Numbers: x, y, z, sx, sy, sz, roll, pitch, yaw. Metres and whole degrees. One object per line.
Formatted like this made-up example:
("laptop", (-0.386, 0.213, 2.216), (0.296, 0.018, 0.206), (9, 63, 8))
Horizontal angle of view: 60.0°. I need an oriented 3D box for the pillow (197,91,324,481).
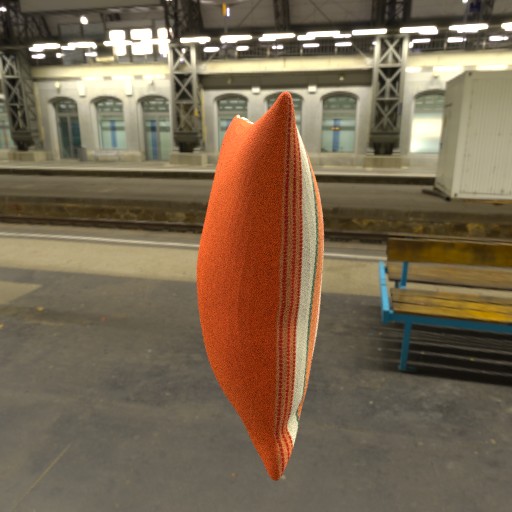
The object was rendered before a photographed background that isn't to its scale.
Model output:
("pillow", (0.000, 0.000, 0.678), (0.182, 0.441, 0.440), (-2, 16, -8))
